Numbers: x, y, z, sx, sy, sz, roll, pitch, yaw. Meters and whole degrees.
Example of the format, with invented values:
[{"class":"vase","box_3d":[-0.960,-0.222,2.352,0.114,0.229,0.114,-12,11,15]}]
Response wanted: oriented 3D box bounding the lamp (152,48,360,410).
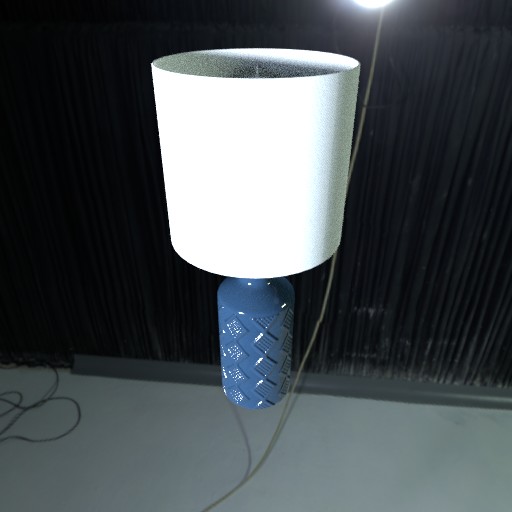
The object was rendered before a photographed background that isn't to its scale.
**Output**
[{"class":"lamp","box_3d":[0.000,0.000,0.566,0.207,0.461,0.207,0,31,1]}]
